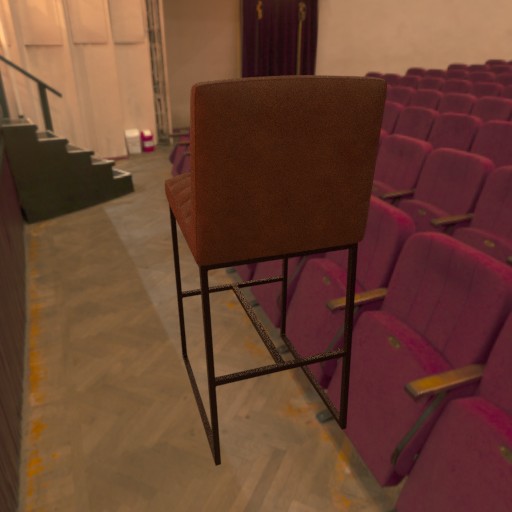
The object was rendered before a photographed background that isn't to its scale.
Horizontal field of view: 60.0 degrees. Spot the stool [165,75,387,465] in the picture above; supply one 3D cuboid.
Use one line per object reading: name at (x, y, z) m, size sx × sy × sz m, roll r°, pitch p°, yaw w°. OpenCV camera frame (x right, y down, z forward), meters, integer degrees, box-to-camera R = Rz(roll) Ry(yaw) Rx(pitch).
stool at (0.000, 0.000, 1.374) m, size 0.463 × 1.065 × 0.562 m, roll -8°, pitch 27°, yaw -17°
